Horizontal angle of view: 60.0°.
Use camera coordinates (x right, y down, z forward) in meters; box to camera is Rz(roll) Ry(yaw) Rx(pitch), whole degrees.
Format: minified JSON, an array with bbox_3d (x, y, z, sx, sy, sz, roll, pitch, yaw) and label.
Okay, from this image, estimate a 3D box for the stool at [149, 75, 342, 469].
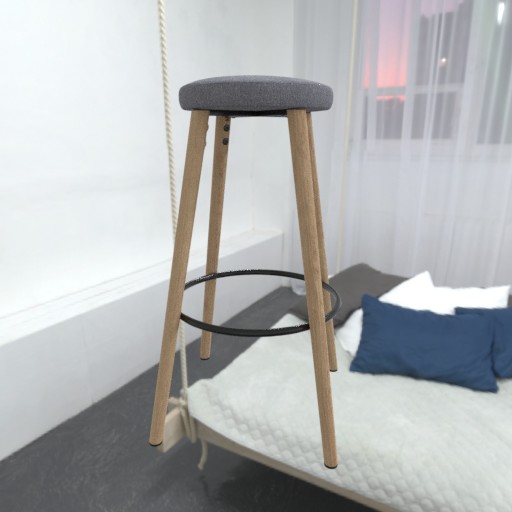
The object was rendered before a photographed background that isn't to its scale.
[{"bbox_3d":[0.000,0.000,1.024,0.410,0.770,0.410,3,16,10],"label":"stool"}]
